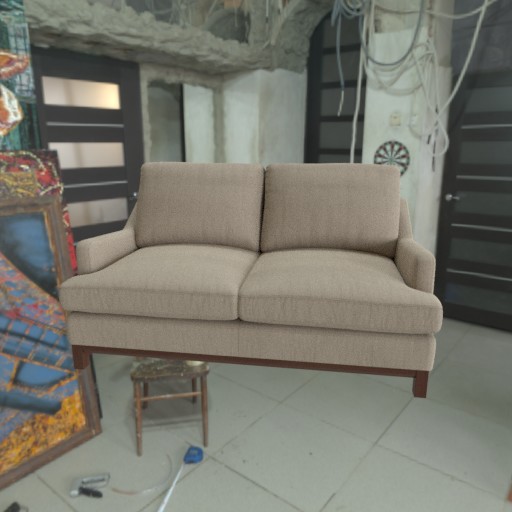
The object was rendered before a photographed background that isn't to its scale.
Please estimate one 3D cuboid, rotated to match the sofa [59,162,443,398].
[{"bbox_3d":[0.000,0.000,2.261,1.619,0.910,1.004,2,14,9],"label":"sofa"}]
